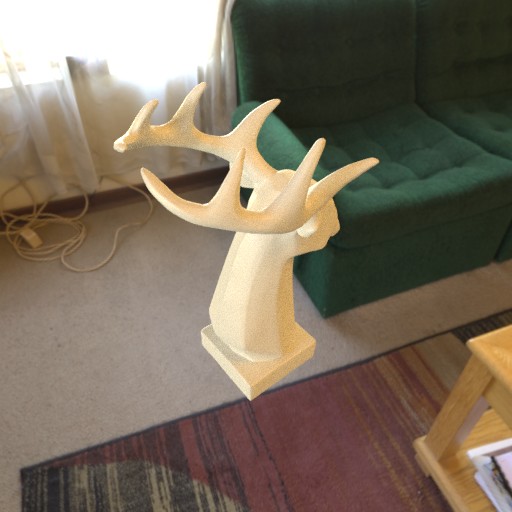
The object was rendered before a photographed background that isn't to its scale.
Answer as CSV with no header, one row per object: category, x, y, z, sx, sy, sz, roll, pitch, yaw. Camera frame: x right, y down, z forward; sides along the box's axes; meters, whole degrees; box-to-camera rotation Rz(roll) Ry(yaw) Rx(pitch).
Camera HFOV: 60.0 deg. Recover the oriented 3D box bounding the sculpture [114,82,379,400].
sculpture,0.000,0.000,0.456,0.224,0.329,0.174,-28,49,-27
